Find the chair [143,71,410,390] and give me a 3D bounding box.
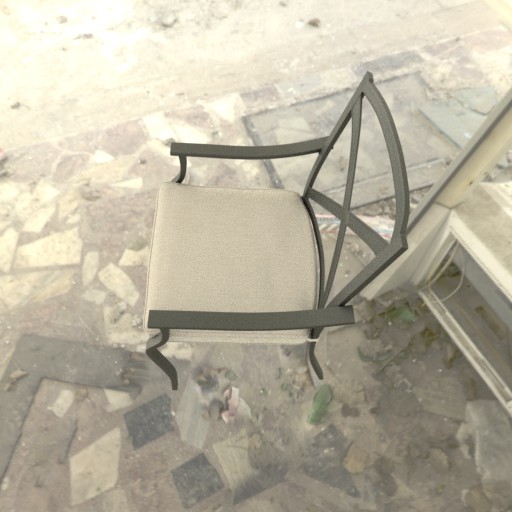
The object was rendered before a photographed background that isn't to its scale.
[{"bbox_3d":[0.000,0.000,1.302,0.620,0.889,0.575,0,59,0],"label":"chair"}]
